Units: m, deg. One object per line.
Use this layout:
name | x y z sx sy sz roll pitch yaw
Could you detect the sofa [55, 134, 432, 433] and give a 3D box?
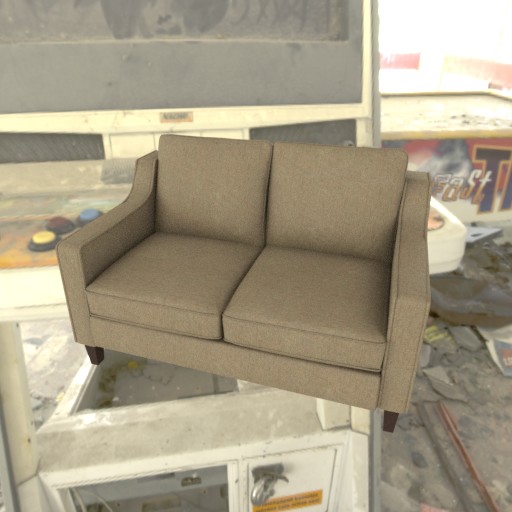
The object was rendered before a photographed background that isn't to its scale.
sofa | 0.000 0.000 2.120 1.503 0.981 0.985 8 28 15
